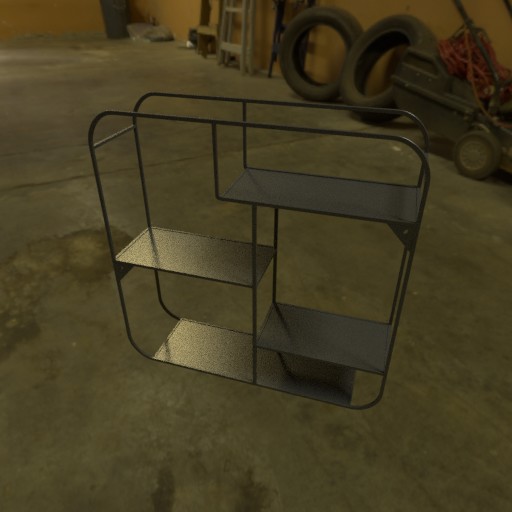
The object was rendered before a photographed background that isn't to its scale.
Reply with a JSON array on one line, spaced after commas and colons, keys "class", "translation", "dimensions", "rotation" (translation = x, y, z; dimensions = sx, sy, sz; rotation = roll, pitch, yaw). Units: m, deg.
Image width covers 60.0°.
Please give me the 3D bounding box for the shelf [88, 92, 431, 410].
[{"class": "shelf", "translation": [0.000, 0.000, 0.932], "dimensions": [0.600, 0.600, 0.160], "rotation": [10, 33, 15]}]
